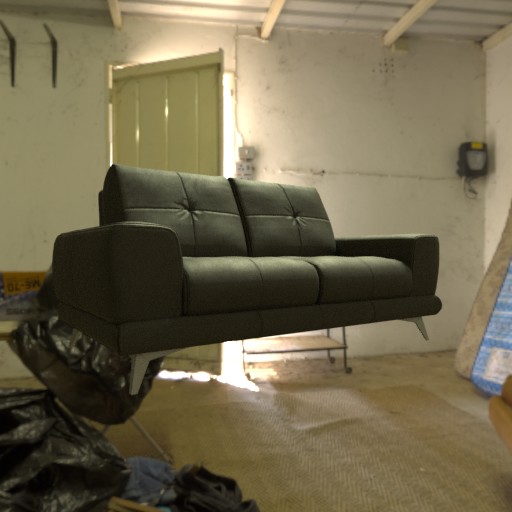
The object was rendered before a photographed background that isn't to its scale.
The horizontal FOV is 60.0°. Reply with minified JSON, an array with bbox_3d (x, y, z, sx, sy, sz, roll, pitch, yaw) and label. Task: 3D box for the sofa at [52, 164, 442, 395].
[{"bbox_3d":[0.000,0.000,2.297,1.806,0.907,1.018,0,0,-35],"label":"sofa"}]
